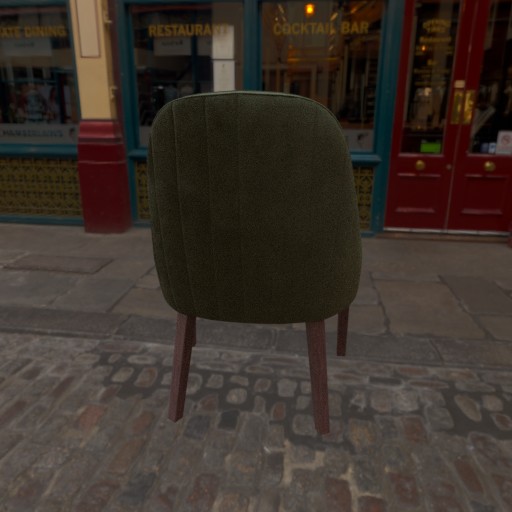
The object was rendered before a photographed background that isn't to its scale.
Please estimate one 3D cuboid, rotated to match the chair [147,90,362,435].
[{"bbox_3d":[0.000,0.000,1.321,0.643,0.889,0.575,2,16,7],"label":"chair"}]
